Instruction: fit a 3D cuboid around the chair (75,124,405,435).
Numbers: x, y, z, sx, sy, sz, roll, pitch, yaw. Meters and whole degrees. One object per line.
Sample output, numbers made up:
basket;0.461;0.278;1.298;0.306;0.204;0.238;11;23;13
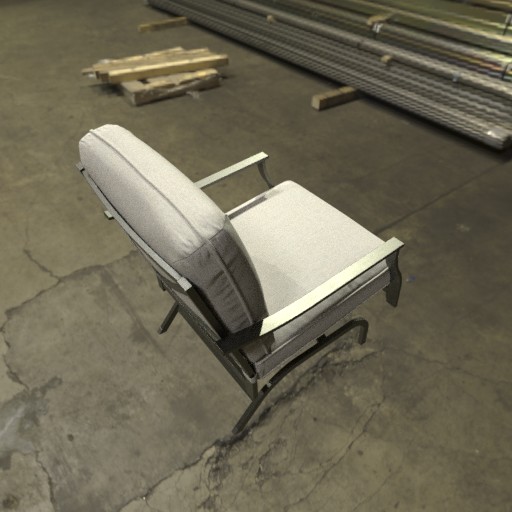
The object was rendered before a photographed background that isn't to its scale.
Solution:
chair;0.000;0.000;1.397;0.787;0.860;0.650;-27;49;-27
